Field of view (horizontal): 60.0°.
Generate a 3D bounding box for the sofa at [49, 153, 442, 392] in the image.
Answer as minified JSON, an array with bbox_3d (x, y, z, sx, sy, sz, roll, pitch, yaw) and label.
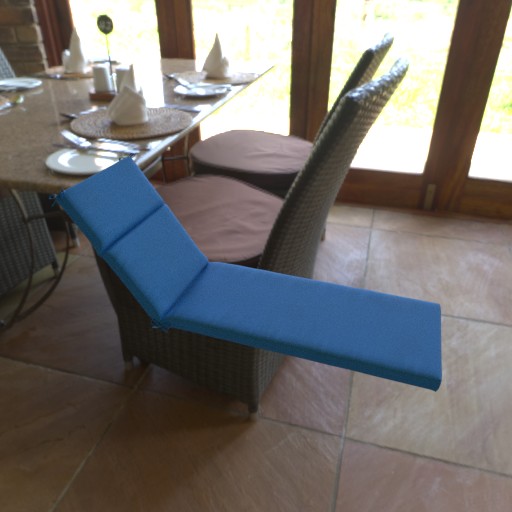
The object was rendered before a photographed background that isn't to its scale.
[{"bbox_3d":[0.000,0.000,1.977,1.663,0.622,0.582,10,33,16],"label":"sofa"}]
